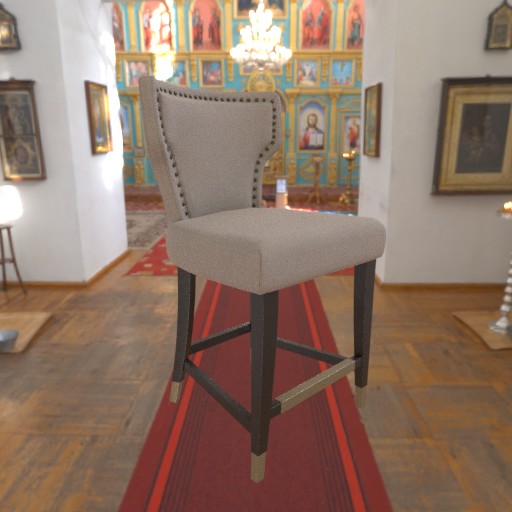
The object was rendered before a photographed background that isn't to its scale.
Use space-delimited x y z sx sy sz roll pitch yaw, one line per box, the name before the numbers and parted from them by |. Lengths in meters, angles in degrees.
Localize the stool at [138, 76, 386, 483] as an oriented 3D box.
stool | 0.000 0.000 1.311 0.527 0.982 0.563 -13 19 -43
